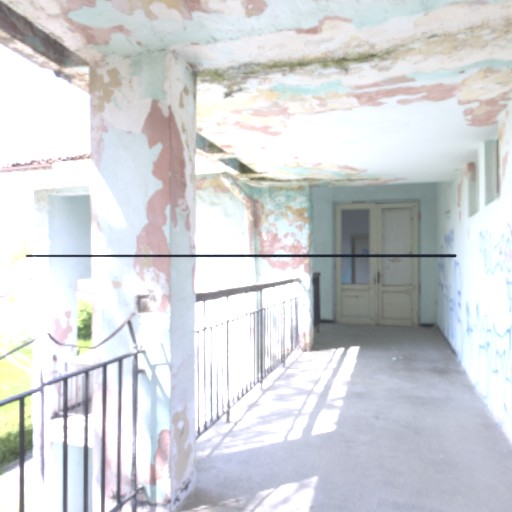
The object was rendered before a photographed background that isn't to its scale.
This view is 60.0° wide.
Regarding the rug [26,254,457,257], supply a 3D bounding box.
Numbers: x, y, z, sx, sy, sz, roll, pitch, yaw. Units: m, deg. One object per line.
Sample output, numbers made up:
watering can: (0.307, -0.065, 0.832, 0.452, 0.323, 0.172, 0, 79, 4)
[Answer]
rug: (0.000, 0.000, 2.901, 2.290, 0.014, 1.526, 0, 0, 19)
